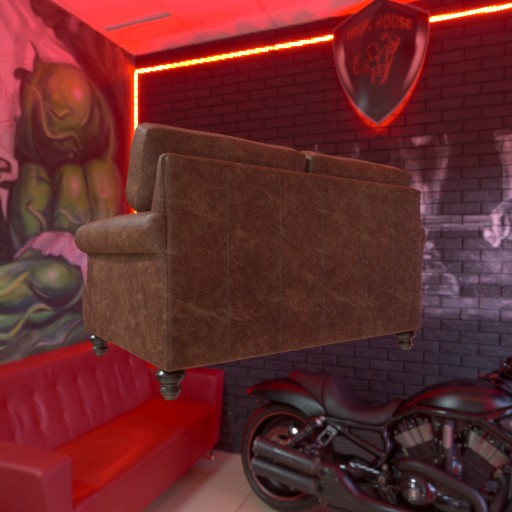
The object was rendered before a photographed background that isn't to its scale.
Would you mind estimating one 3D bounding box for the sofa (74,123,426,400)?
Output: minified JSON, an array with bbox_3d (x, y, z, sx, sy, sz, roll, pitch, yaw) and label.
[{"bbox_3d":[0.000,0.000,2.256,1.616,0.967,0.990,0,1,-36],"label":"sofa"}]
